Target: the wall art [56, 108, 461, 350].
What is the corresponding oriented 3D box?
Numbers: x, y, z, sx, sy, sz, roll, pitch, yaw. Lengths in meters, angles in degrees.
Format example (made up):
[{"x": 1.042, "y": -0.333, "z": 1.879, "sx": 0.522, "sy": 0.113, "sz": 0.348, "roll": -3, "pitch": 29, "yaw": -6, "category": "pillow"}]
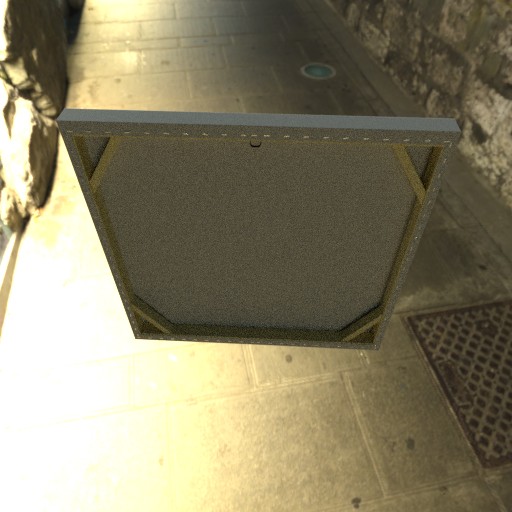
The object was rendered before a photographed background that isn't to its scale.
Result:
[{"x": 0.000, "y": 0.000, "z": 0.900, "sx": 0.610, "sy": 0.610, "sz": 0.038, "roll": 2, "pitch": 47, "yaw": 2, "category": "wall art"}]
